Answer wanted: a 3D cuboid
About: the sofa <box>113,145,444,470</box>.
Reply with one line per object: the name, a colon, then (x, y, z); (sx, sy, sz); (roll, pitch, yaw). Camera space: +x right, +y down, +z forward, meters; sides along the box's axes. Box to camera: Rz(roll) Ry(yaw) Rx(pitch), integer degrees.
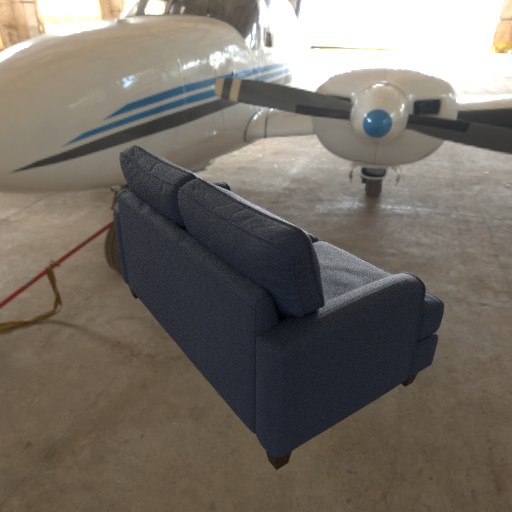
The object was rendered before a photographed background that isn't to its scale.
sofa: (0.000, 0.000, 2.280); (0.965, 0.965, 1.651); (-17, 32, -30)
